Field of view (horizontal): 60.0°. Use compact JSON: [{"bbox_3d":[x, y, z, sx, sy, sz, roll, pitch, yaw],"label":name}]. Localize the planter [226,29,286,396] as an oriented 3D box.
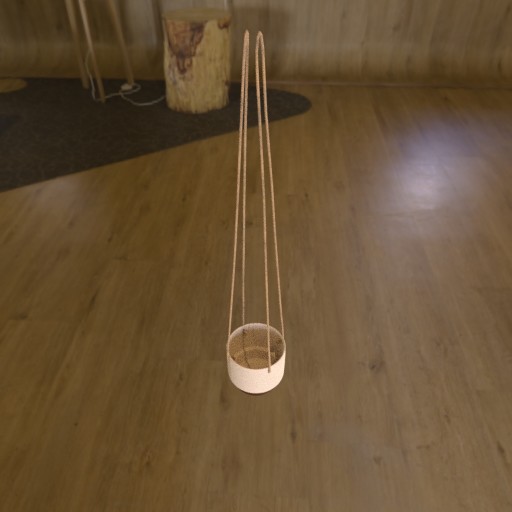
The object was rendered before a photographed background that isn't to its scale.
[{"bbox_3d":[0.000,0.000,0.901,0.146,0.841,0.146,13,42,15],"label":"planter"}]
